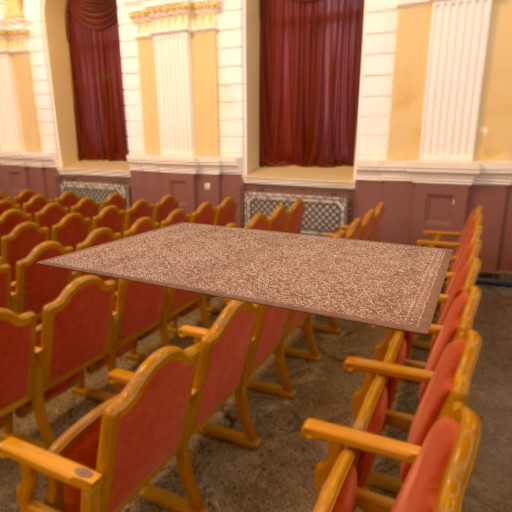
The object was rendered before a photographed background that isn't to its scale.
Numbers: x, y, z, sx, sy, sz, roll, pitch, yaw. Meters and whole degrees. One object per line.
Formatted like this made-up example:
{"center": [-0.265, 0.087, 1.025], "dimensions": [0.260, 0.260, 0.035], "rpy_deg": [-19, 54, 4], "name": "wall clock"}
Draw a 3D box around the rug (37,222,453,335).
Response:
{"center": [0.000, 0.000, 2.902], "dimensions": [2.286, 0.011, 1.524], "rpy_deg": [7, 17, 26], "name": "rug"}
